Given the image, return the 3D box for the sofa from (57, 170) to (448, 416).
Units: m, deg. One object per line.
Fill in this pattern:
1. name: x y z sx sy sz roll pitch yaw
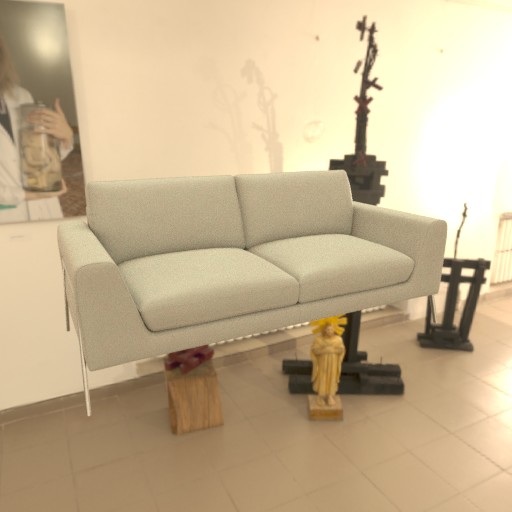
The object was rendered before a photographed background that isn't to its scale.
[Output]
1. sofa: 0.000 0.000 2.524 2.017 0.875 0.953 -8 17 -26
